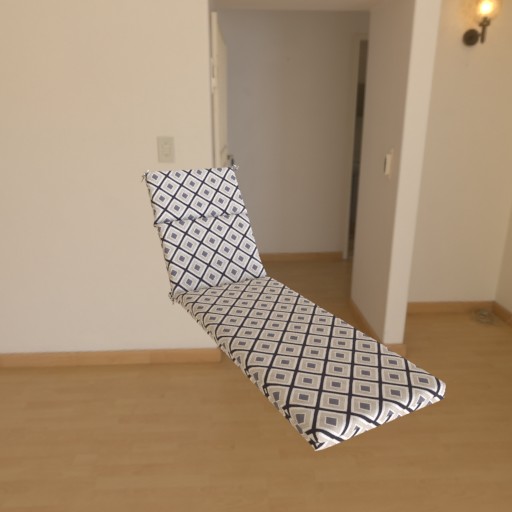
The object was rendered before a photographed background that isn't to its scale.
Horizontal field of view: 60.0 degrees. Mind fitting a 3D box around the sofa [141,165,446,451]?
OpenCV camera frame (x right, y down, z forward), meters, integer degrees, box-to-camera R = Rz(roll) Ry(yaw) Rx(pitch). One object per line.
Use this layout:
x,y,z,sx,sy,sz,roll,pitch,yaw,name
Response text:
0.000,0.000,1.934,0.582,0.622,1.663,-9,20,-27,sofa
